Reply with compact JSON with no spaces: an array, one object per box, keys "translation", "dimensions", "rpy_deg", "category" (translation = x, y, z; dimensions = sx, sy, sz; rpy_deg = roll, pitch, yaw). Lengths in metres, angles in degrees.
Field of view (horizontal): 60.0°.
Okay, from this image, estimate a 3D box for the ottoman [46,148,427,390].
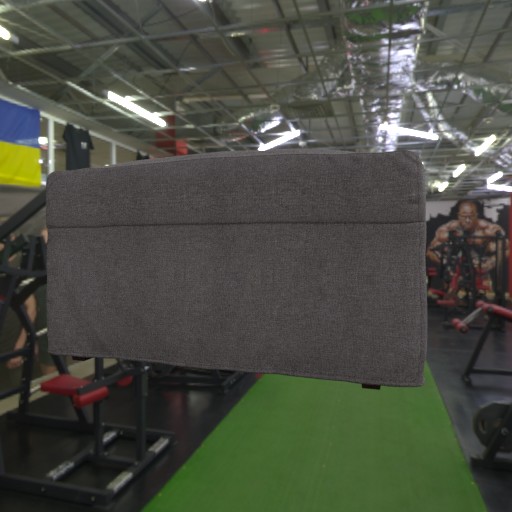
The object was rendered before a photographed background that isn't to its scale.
[{"translation":[0.000,0.000,1.197],"dimensions":[0.833,0.492,0.652],"rpy_deg":[0,2,18],"category":"ottoman"}]
